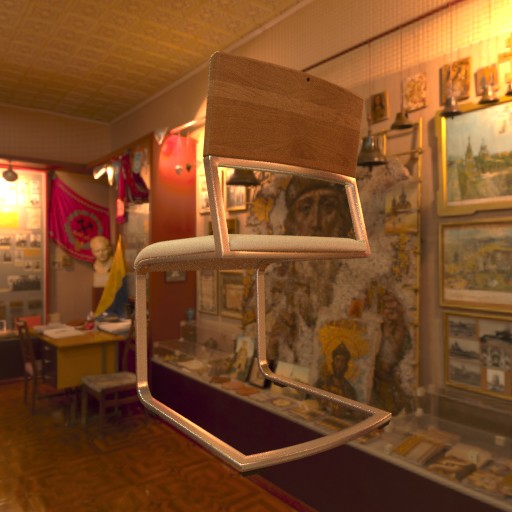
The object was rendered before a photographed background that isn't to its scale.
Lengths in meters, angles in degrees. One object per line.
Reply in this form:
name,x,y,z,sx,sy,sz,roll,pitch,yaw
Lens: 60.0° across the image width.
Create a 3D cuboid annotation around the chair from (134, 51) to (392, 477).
chair,0.000,0.000,1.187,0.467,0.844,0.585,0,0,-37
